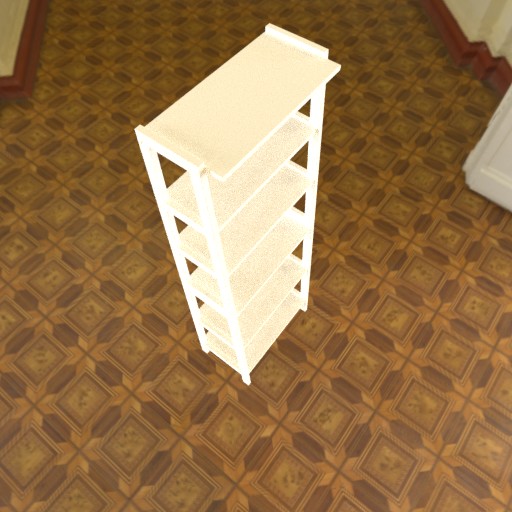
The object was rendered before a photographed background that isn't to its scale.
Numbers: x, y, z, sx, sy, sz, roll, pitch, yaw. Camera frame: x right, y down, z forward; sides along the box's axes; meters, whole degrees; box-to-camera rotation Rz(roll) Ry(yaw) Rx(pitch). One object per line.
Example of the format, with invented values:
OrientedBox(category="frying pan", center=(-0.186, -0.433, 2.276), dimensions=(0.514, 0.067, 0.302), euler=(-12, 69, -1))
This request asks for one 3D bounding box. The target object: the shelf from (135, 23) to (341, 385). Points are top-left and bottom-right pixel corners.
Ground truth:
OrientedBox(category="shelf", center=(0.000, 0.000, 2.157), dimensions=(0.381, 1.892, 0.660), euler=(33, 64, 18))
